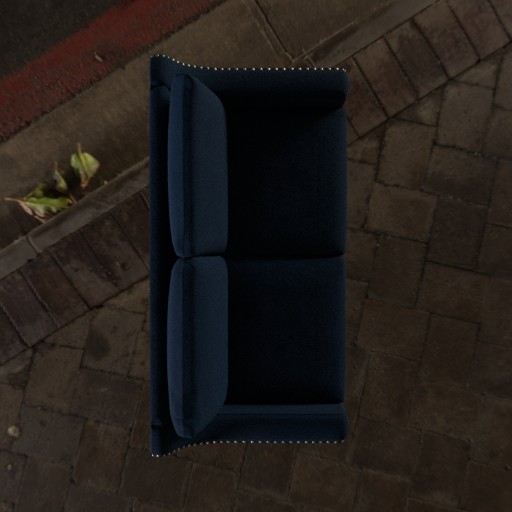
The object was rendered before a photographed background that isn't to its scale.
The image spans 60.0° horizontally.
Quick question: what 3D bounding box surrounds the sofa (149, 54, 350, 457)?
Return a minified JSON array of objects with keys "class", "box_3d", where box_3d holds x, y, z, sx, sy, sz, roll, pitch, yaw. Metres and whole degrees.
[{"class":"sofa","box_3d":[0.000,0.000,2.635,1.104,0.983,2.107,0,91,0]}]
